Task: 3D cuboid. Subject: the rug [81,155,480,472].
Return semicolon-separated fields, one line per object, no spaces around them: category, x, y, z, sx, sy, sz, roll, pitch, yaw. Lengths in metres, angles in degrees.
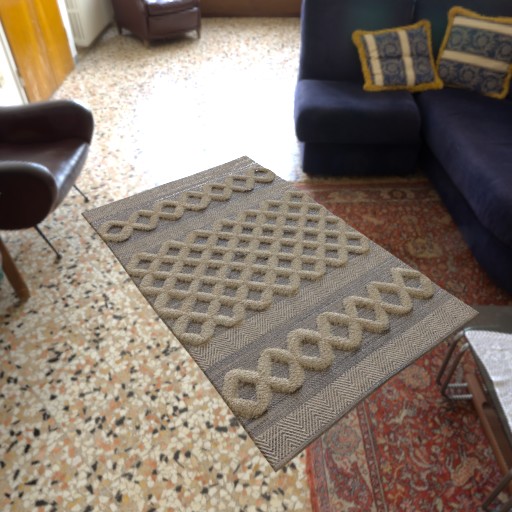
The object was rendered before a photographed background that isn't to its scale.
rug;0.000;0.000;2.921;1.513;0.033;2.333;-26;48;-27
